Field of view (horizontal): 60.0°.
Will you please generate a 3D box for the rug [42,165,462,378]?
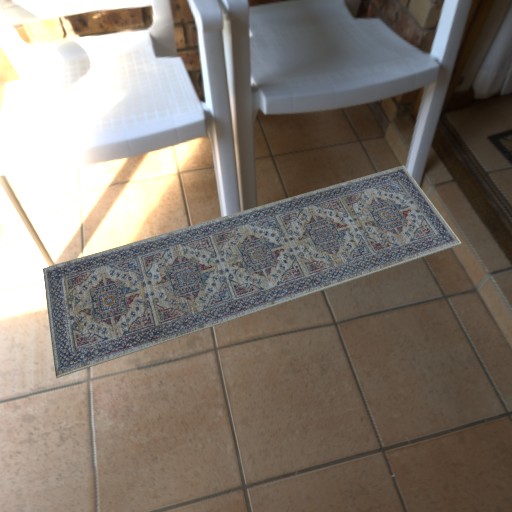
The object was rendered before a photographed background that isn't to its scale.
[{"bbox_3d":[0.000,0.000,2.520,2.297,0.013,0.661,-17,59,-11],"label":"rug"}]
